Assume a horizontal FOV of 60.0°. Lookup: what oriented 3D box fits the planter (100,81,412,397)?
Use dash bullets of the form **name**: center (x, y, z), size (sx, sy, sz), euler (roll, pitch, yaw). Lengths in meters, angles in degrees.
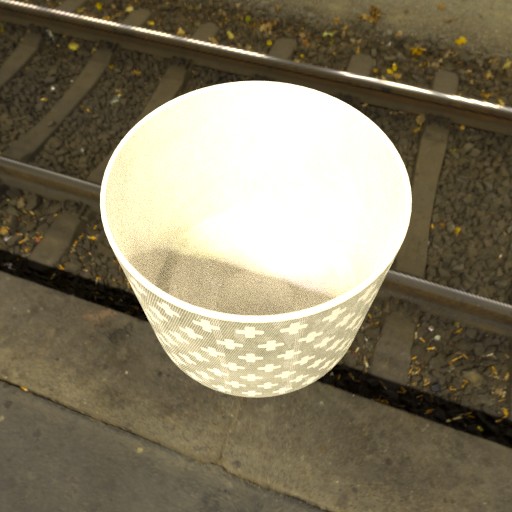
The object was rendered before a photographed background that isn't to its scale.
- **planter**: center (0.000, 0.000, 0.462), size (0.250, 0.239, 0.250), euler (0, 58, 0)
